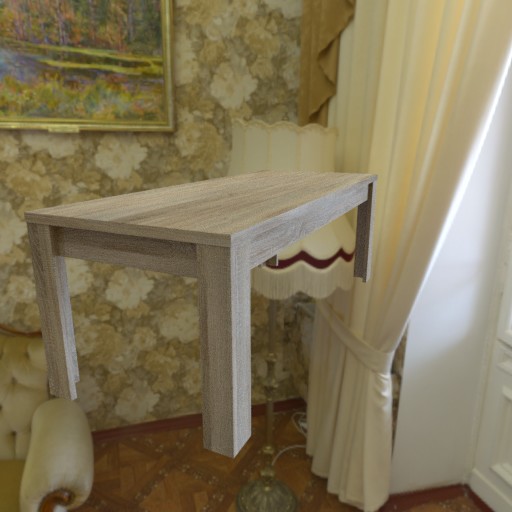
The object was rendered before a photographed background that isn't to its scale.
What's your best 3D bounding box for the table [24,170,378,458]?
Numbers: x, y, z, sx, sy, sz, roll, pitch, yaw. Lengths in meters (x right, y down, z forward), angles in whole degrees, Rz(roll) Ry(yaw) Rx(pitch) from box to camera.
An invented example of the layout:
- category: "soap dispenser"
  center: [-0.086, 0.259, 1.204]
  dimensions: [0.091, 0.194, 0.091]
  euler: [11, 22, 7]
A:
- category: "table"
  center: [0.000, 0.000, 2.559]
  dimensions: [0.900, 0.790, 2.200]
  euler: [7, 17, 25]
